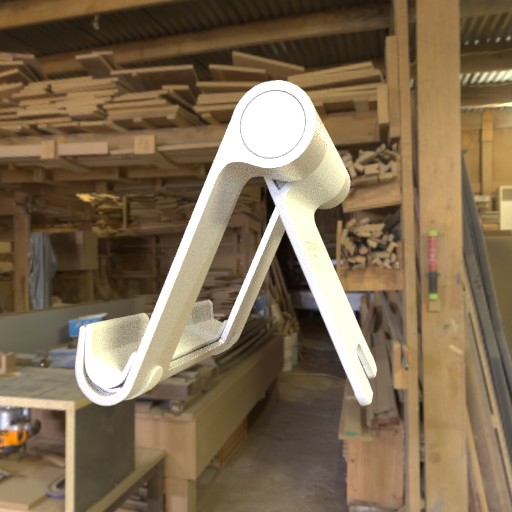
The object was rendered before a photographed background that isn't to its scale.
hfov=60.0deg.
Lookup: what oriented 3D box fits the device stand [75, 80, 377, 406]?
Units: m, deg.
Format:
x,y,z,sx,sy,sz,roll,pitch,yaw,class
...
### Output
x,y,z,sx,sy,sz,roll,pitch,yaw,class
0.000,0.000,0.153,0.079,0.084,0.086,0,-1,17,device stand
